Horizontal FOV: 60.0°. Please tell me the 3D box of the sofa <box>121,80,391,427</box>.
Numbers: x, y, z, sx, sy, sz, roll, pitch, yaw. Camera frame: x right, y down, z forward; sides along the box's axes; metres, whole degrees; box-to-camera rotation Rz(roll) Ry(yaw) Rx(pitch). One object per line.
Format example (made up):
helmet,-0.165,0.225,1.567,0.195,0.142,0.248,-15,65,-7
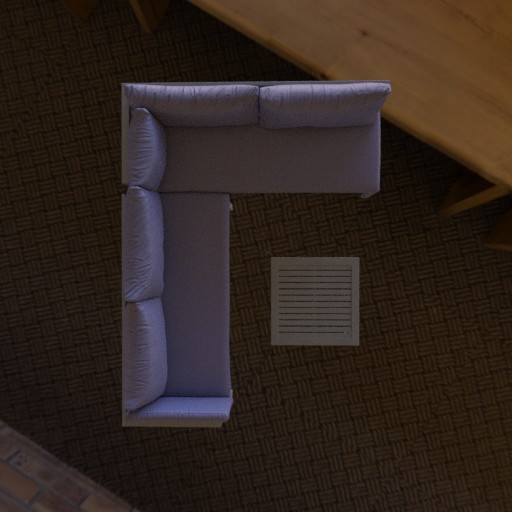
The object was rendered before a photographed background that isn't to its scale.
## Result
sofa,0.000,0.000,2.985,1.658,0.762,2.149,0,90,2
